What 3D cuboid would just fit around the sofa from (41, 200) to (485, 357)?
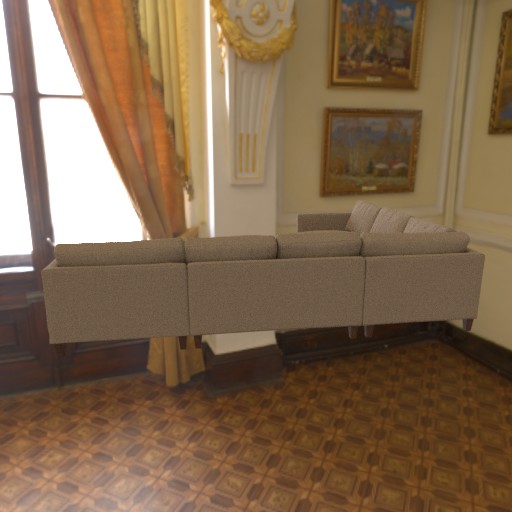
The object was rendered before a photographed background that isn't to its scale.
[{"bbox_3d":[0.000,0.000,4.572,3.438,0.865,2.424,-2,14,-8],"label":"sofa"}]
